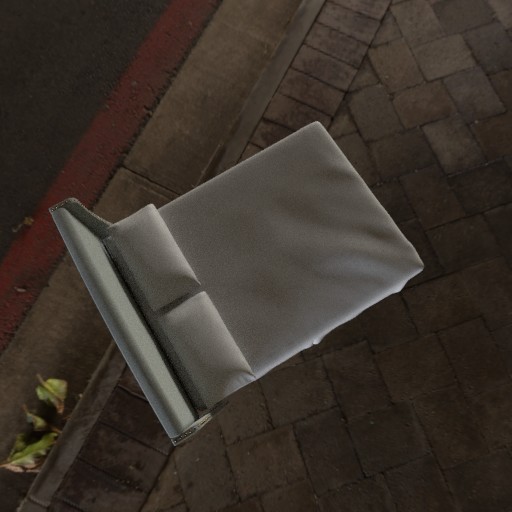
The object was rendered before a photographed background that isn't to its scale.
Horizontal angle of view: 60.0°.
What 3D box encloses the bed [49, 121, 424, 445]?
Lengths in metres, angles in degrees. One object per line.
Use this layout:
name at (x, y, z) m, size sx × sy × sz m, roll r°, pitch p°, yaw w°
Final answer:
bed at (0.000, 0.000, 3.480) m, size 2.237 × 1.407 × 1.710 m, roll -31°, pitch 77°, yaw -8°
